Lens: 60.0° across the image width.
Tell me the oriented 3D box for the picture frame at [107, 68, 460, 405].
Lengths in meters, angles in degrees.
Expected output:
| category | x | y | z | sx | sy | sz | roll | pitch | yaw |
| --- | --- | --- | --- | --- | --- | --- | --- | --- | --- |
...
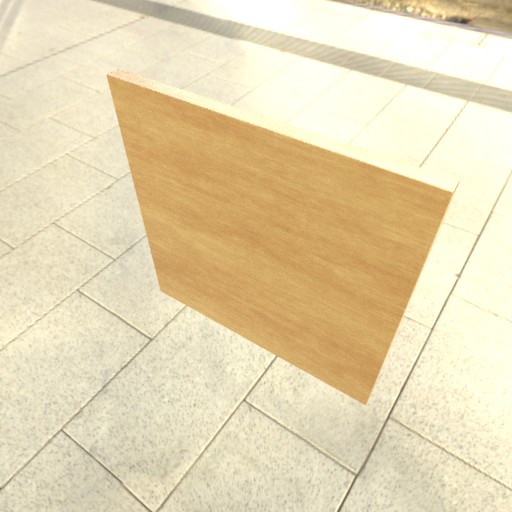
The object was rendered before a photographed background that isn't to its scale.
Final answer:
| category | x | y | z | sx | sy | sz | roll | pitch | yaw |
| --- | --- | --- | --- | --- | --- | --- | --- | --- | --- |
| picture frame | 0.000 | 0.000 | 1.121 | 0.758 | 0.761 | 0.037 | 25 | 52 | 22 |
